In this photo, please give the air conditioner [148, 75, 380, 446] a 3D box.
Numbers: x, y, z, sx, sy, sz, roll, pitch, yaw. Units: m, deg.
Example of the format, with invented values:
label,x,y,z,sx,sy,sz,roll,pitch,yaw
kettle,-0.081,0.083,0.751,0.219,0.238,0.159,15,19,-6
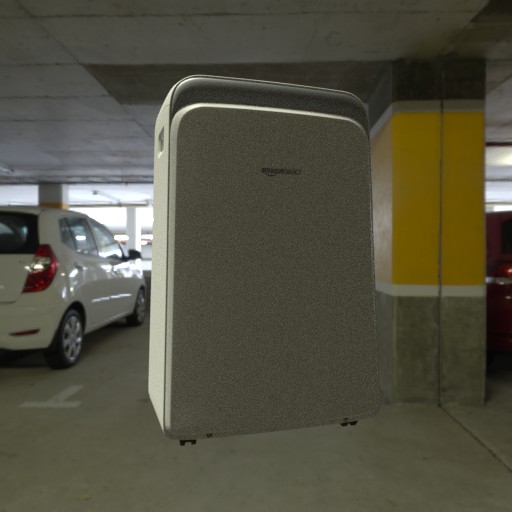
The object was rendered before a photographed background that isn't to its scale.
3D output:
label,x,y,z,sx,sy,sz,roll,pitch,yaw
air conditioner,0.000,0.000,0.976,0.454,0.700,0.365,0,0,-16
